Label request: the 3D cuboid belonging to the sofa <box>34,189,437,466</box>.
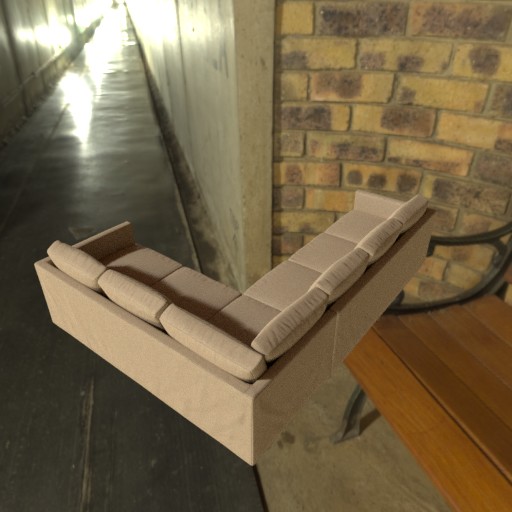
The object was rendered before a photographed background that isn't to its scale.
[{"bbox_3d":[0.000,0.000,4.403,2.432,0.871,3.182,22,39,31],"label":"sofa"}]
